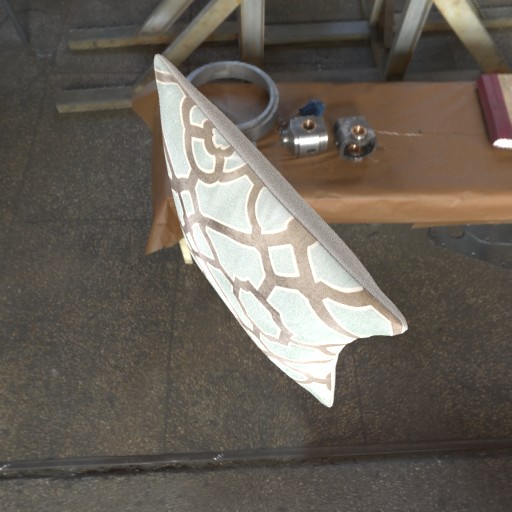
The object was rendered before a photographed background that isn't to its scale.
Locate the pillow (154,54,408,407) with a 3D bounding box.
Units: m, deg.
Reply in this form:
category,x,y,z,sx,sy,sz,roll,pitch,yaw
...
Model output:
category,x,y,z,sx,sy,sz,roll,pitch,yaw
pillow,0.000,0.000,0.811,0.166,0.508,0.552,-33,67,-16
